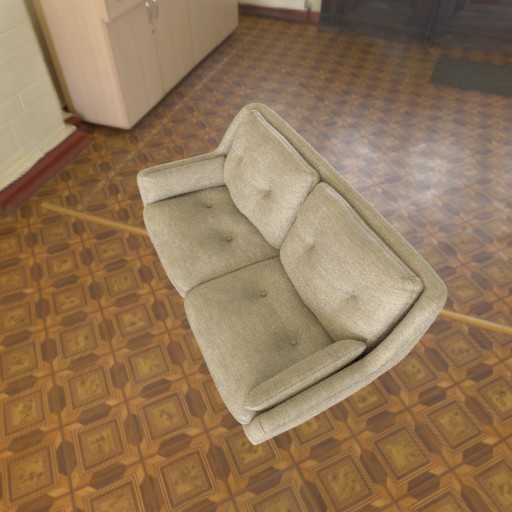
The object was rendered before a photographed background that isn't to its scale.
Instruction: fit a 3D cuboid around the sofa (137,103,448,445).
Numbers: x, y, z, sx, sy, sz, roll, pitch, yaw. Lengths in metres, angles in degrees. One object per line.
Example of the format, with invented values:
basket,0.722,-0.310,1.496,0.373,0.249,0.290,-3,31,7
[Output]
sofa,0.000,0.000,2.527,0.976,0.897,1.930,-19,49,-17
